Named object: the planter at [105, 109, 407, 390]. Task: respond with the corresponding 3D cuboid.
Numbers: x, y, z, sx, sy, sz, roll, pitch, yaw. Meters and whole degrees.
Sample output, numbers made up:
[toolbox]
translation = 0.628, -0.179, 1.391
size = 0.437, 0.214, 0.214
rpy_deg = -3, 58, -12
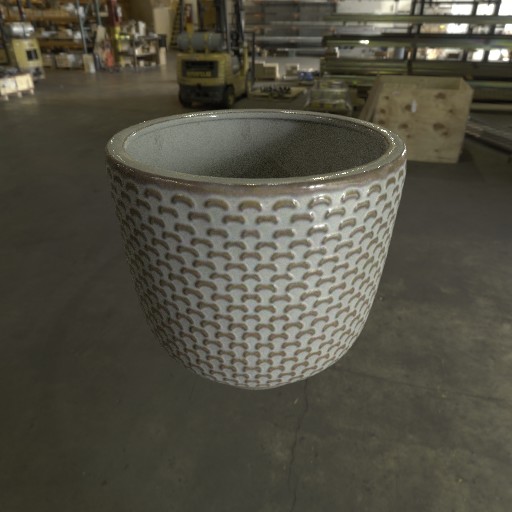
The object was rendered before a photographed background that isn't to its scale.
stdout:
[planter]
translation = 0.000, 0.000, 0.240
size = 0.139, 0.130, 0.139
rpy_deg = 0, 29, 0
